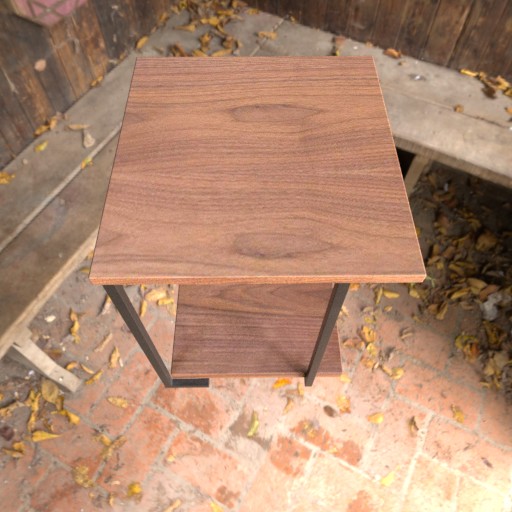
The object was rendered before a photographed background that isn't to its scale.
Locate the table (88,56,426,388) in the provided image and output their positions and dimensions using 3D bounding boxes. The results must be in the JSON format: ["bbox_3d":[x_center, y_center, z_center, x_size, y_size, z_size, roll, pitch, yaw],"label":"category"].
[{"bbox_3d":[0.000,0.000,0.850,0.384,0.567,0.411,0,58,0],"label":"table"}]
